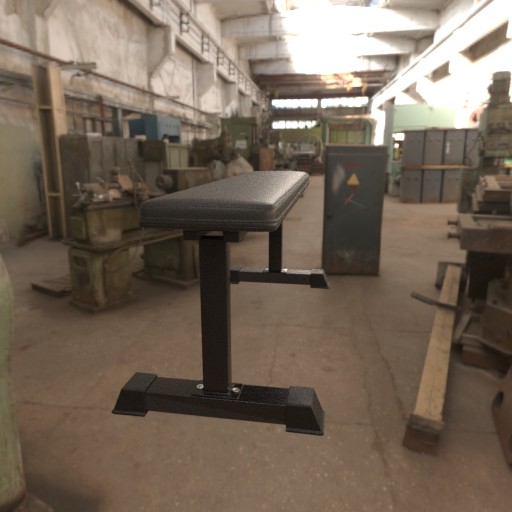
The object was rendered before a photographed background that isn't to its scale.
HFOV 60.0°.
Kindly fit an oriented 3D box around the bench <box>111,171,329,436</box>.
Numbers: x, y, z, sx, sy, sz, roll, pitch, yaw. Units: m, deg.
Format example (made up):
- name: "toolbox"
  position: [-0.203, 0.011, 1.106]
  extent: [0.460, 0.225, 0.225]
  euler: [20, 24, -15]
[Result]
- name: "bench"
  position: [0.000, 0.000, 1.322]
  extent: [0.439, 0.453, 1.072]
  euler: [2, 14, 9]
